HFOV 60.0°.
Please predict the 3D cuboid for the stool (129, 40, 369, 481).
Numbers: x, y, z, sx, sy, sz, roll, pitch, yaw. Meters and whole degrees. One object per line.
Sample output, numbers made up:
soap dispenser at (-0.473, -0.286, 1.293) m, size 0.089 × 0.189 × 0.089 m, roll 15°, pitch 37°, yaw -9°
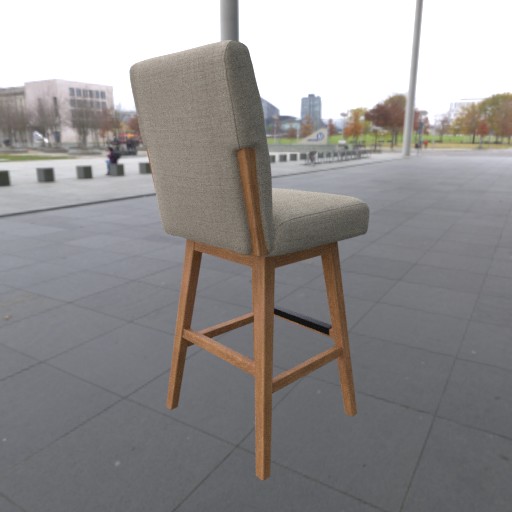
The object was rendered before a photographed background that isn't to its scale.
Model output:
stool at (0.000, 0.000, 1.370) m, size 0.569 × 1.106 × 0.483 m, roll -14°, pitch 20°, yaw -42°
